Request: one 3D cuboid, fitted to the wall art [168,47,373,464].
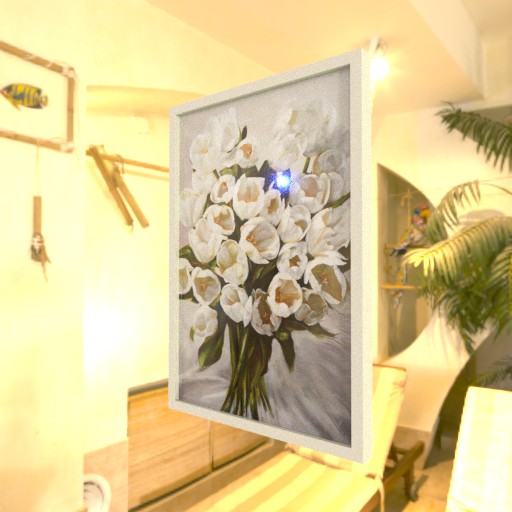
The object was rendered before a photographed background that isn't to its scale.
[{"bbox_3d":[0.000,0.000,0.553,0.293,0.428,0.025,-1,-1,37],"label":"wall art"}]
